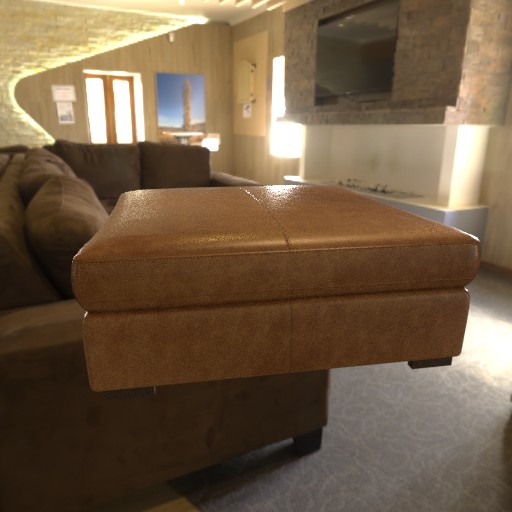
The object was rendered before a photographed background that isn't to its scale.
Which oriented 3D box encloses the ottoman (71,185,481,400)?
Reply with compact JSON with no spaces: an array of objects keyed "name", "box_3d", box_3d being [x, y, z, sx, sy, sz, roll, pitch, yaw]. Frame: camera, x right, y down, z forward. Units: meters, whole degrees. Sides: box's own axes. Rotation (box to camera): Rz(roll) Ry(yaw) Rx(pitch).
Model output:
[{"name":"ottoman","box_3d":[0.000,0.000,1.803,1.168,0.483,1.169,-3,17,-10]}]
